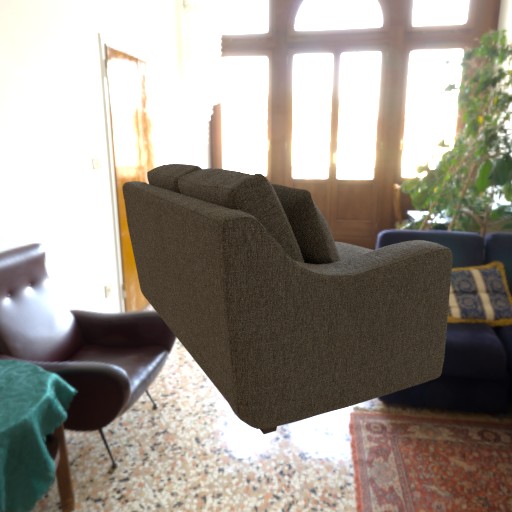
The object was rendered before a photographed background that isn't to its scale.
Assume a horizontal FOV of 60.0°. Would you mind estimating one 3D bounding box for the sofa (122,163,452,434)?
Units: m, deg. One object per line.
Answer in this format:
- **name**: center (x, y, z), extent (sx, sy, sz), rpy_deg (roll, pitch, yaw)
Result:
- **sofa**: center (0.000, 0.000, 2.457), extent (1.120, 0.991, 1.778), rpy_deg (-7, 15, -25)
